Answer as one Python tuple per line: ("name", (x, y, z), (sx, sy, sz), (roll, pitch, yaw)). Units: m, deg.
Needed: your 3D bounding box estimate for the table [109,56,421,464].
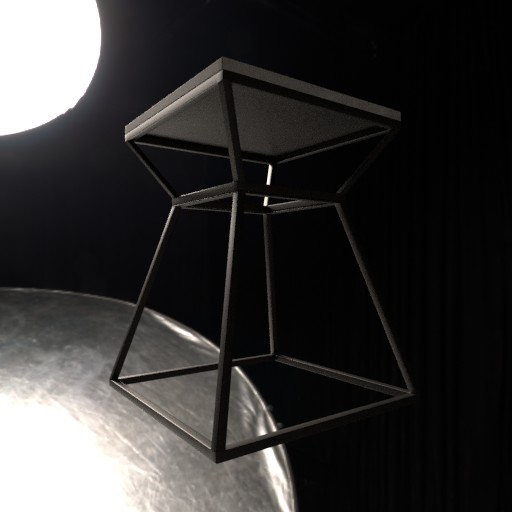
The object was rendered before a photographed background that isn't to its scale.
("table", (0.000, 0.000, 0.905), (0.455, 0.559, 0.455), (0, -1, -36))
